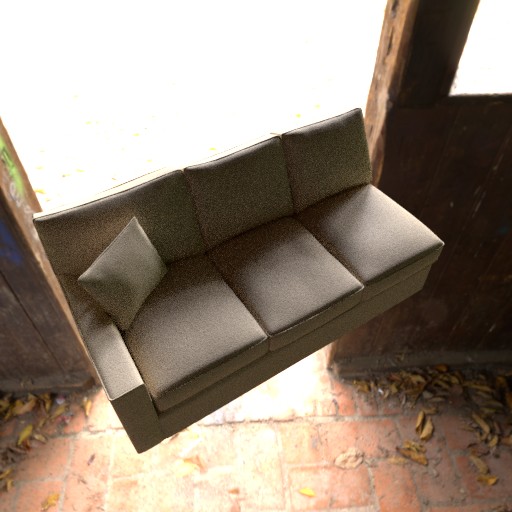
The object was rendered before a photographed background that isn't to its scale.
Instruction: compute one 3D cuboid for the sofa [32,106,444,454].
[{"bbox_3d":[0.000,0.000,2.465,1.962,0.946,1.034,-25,51,-22],"label":"sofa"}]
